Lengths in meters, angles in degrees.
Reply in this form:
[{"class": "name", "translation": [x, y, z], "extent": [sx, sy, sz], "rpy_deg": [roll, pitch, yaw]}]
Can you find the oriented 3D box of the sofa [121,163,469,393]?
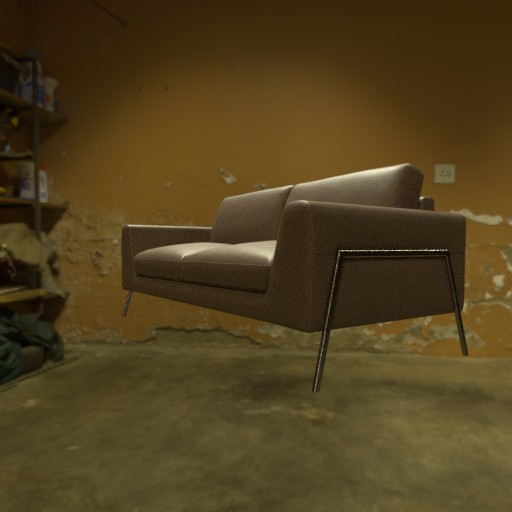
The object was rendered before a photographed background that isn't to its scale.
[{"class": "sofa", "translation": [0.000, 0.000, 2.548], "extent": [0.953, 0.875, 2.017], "rpy_deg": [-1, 1, -34]}]
